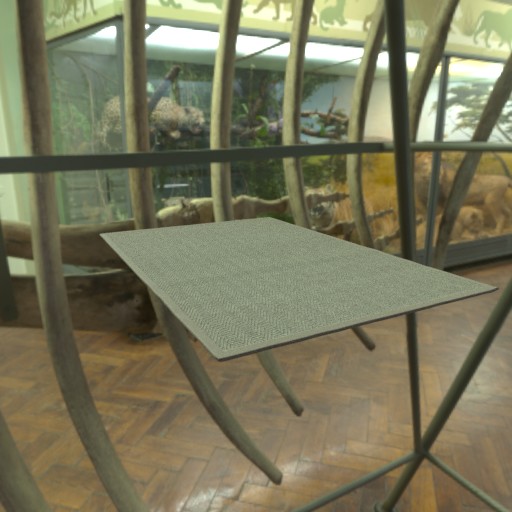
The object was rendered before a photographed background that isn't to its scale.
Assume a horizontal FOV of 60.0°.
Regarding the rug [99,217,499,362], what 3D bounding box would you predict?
[{"bbox_3d":[0.000,0.000,2.842,1.540,0.021,2.290,-8,17,-27],"label":"rug"}]
